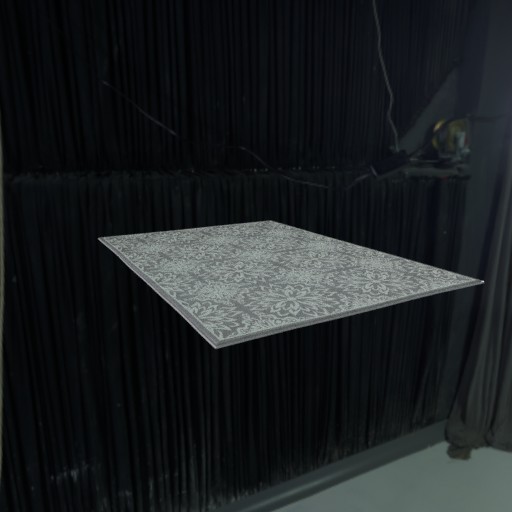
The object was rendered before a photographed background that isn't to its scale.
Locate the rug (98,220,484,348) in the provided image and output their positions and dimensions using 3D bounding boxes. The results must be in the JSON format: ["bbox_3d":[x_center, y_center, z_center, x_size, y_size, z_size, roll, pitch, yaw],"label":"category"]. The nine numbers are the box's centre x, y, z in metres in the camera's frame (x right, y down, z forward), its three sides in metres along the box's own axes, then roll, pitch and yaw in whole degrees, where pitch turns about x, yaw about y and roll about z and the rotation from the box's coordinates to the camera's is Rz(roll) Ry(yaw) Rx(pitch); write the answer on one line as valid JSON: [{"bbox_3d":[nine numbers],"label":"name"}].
[{"bbox_3d":[0.000,0.000,2.955,1.608,0.014,2.213,-8,16,-29],"label":"rug"}]
